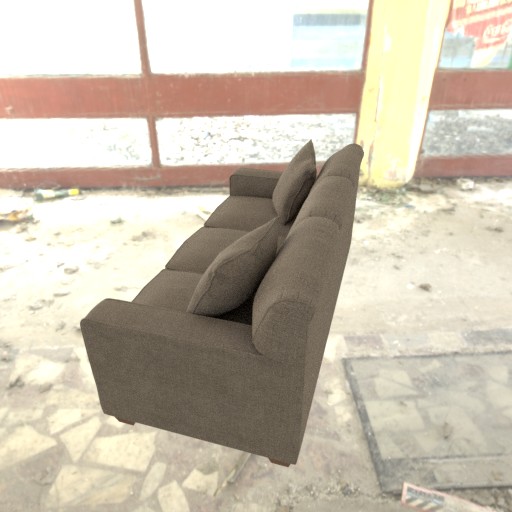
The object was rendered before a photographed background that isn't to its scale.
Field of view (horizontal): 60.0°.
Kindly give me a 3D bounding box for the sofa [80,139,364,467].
[{"bbox_3d":[0.000,0.000,2.608,0.997,0.958,2.024,9,31,15],"label":"sofa"}]
